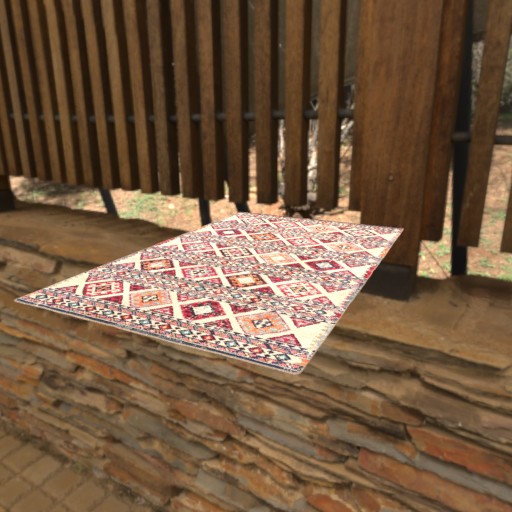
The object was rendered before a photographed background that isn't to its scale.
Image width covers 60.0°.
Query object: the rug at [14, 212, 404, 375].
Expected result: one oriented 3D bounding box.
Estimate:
[{"bbox_3d":[0.000,0.000,2.954,1.545,0.010,2.440,8,19,25],"label":"rug"}]
